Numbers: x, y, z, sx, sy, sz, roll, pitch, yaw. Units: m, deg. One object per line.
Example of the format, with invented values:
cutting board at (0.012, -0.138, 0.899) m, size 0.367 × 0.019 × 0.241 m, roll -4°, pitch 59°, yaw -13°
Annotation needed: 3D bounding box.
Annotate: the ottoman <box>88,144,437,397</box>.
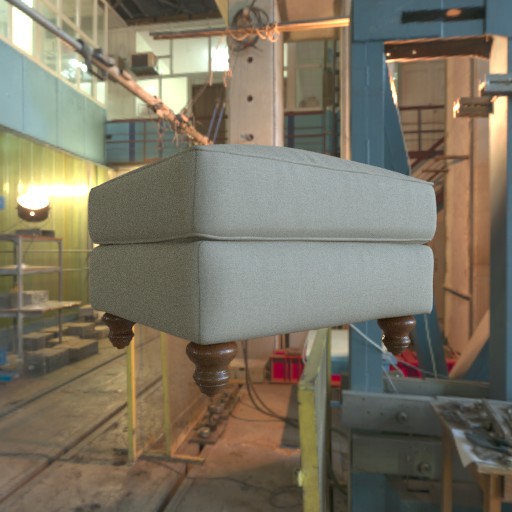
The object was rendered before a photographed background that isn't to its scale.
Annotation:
ottoman at (0.000, 0.000, 1.172) m, size 0.716 × 0.505 × 0.662 m, roll 0°, pitch 1°, yaw -36°
